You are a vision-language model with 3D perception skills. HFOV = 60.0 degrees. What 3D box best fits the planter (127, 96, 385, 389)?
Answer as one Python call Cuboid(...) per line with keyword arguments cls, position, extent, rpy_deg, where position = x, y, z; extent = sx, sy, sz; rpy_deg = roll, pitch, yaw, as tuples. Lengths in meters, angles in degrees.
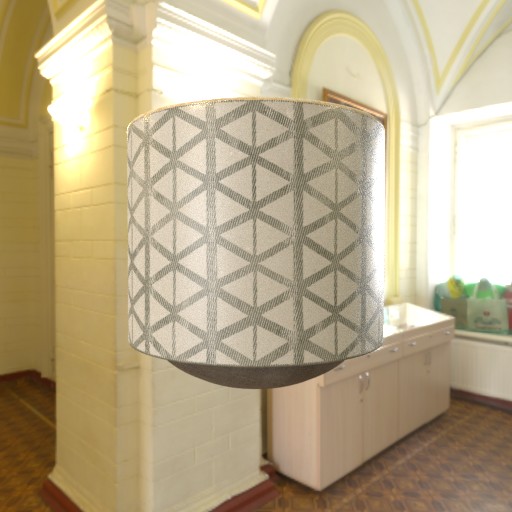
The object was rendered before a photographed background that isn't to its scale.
Cuboid(cls="planter", position=(0.000, 0.000, 0.450), extent=(0.250, 0.239, 0.250), rpy_deg=(0, 1, 0))
